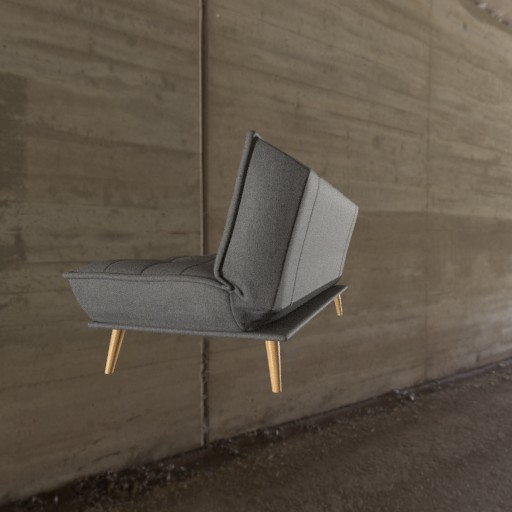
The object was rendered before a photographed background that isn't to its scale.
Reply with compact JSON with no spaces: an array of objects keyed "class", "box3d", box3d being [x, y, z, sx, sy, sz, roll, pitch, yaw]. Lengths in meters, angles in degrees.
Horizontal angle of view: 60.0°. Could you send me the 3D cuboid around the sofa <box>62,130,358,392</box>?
[{"class":"sofa","box3d":[0.000,0.000,2.454,0.950,0.890,1.940,1,2,18]}]
